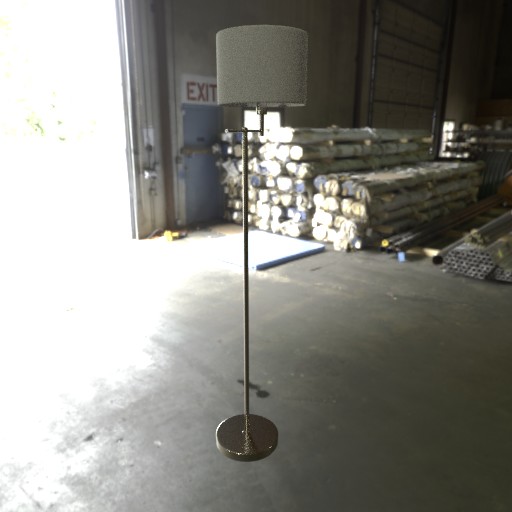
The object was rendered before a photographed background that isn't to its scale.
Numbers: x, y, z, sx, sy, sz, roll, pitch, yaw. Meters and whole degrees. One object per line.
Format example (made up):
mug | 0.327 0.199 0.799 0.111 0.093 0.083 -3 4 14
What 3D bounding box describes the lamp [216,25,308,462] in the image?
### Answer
lamp | 0.000 0.000 1.747 0.324 1.600 0.416 8 18 27
